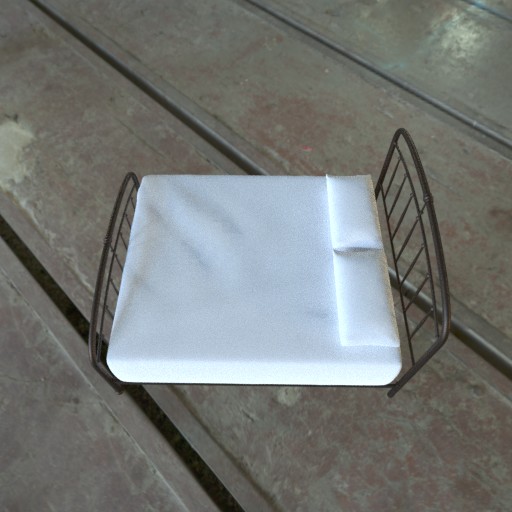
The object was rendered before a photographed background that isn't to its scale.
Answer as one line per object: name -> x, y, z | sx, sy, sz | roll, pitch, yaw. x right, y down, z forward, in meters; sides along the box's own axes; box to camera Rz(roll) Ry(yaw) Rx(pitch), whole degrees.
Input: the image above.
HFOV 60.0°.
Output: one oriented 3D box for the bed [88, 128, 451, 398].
bed -> 0.000, 0.000, 3.311 | 2.180, 1.425, 1.711 | 1, 58, 0
